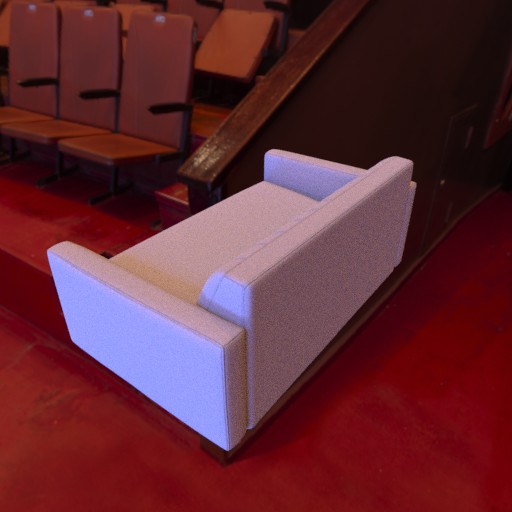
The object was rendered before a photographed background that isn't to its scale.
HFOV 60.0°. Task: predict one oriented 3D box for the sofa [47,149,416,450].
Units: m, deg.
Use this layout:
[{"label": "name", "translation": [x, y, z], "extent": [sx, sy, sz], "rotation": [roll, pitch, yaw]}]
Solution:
[{"label": "sofa", "translation": [0.000, 0.000, 2.165], "extent": [0.950, 0.801, 1.585], "rotation": [22, 38, 31]}]
